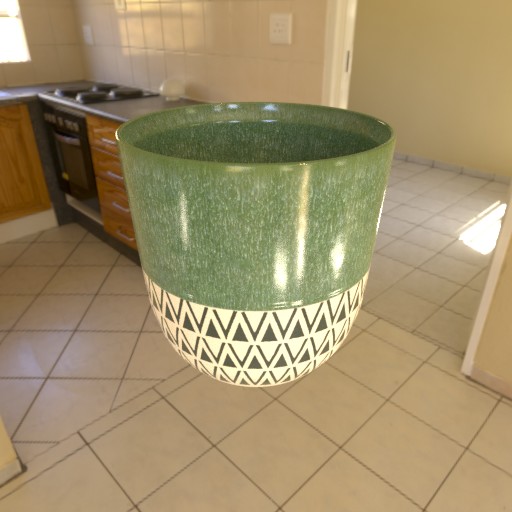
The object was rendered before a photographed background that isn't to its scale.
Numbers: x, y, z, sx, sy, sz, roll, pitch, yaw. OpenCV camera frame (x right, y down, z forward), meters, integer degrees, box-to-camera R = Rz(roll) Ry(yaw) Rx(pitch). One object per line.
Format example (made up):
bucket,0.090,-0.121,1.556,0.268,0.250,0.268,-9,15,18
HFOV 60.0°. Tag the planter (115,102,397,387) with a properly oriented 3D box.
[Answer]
planter,0.000,0.000,0.369,0.195,0.214,0.195,0,28,0
